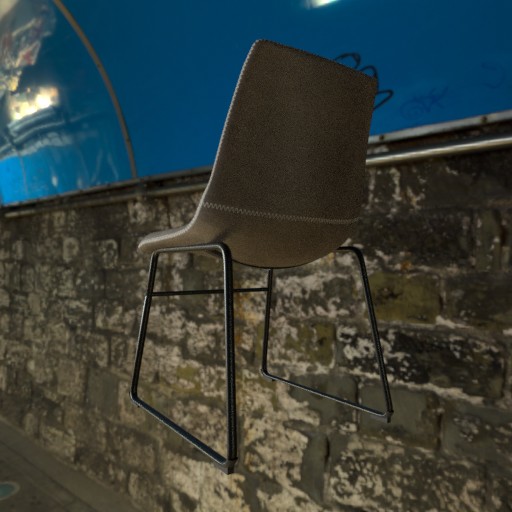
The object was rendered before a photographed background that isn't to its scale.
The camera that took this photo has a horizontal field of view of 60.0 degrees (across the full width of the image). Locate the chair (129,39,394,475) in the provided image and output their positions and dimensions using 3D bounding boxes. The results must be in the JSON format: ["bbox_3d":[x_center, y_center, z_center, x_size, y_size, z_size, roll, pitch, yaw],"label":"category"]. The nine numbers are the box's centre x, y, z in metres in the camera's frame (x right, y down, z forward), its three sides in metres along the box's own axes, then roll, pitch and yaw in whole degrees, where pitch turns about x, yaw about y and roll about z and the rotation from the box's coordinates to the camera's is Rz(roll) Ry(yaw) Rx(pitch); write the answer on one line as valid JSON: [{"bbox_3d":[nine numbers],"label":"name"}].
[{"bbox_3d":[0.000,0.000,1.098,0.460,0.780,0.550,1,-1,-35],"label":"chair"}]
